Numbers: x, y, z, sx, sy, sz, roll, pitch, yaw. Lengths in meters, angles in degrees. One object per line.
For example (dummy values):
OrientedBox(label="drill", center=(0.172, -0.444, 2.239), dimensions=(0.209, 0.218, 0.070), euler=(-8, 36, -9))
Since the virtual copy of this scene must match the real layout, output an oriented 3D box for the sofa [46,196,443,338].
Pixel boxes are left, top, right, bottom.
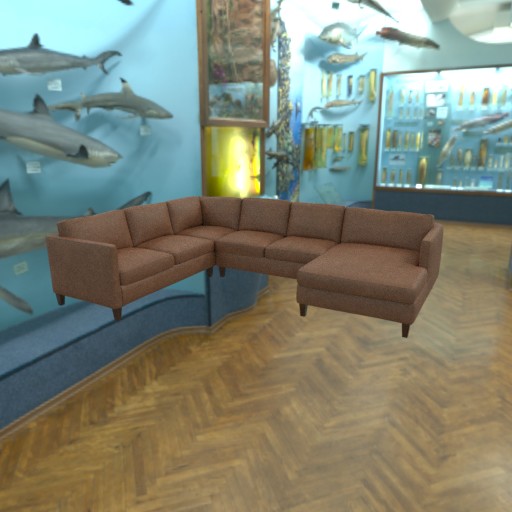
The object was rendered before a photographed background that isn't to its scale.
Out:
OrientedBox(label="sofa", center=(0.000, 0.000, 4.770), dimensions=(3.460, 0.923, 2.593), euler=(8, 17, 28))
